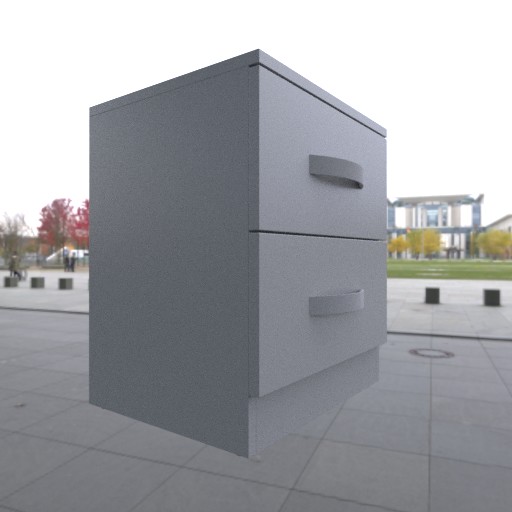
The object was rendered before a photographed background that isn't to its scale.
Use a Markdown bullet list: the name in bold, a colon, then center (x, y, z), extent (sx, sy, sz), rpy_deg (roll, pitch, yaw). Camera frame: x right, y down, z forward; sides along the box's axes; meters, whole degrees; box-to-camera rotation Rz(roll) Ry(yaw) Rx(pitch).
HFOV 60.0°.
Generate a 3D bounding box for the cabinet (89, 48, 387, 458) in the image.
- **cabinet**: center (0.000, 0.000, 0.753), extent (0.360, 0.470, 0.400), rpy_deg (0, 0, 37)
